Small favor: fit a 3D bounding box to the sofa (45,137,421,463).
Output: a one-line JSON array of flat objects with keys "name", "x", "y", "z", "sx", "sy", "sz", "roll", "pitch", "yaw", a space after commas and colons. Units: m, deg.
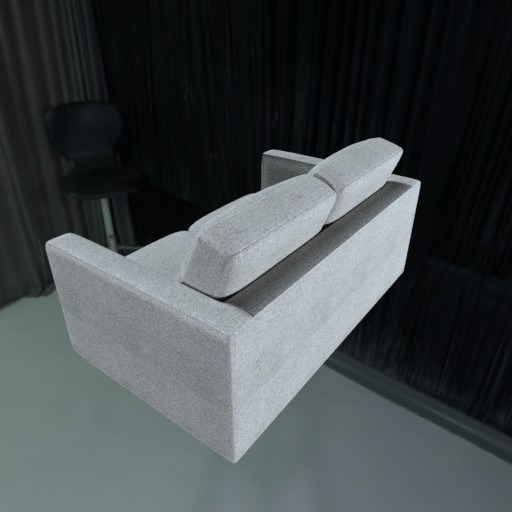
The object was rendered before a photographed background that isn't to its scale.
[{"name": "sofa", "x": 0.000, "y": 0.000, "z": 2.112, "sx": 0.969, "sy": 0.973, "sz": 1.527, "roll": 21, "pitch": 36, "yaw": 31}]
